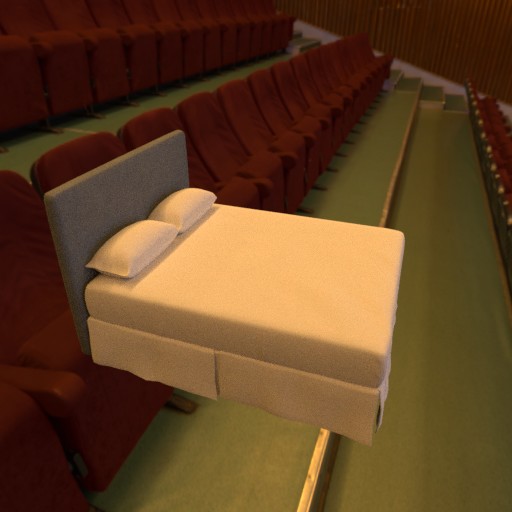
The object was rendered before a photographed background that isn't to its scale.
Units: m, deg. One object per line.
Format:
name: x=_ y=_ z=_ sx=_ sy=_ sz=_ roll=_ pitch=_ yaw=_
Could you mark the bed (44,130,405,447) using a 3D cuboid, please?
bed: x=0.000 y=0.000 z=3.286 sx=2.142 sy=1.330 sz=1.713 roll=10 pitch=31 yaw=17
